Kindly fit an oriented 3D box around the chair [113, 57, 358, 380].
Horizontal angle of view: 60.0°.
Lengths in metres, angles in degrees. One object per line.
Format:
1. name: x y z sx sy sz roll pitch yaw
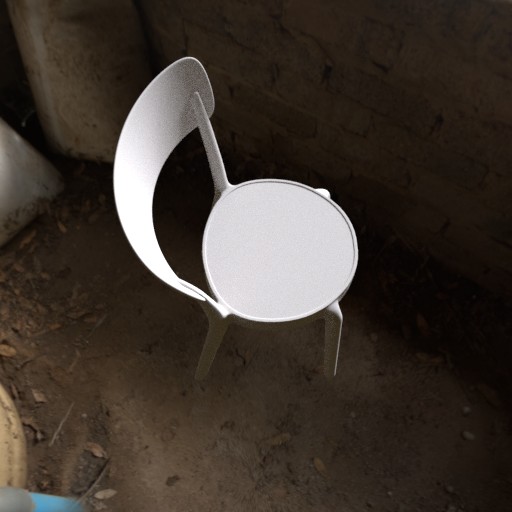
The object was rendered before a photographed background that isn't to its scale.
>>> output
1. chair: 0.000 0.000 1.119 0.491 0.790 0.506 0 63 0
